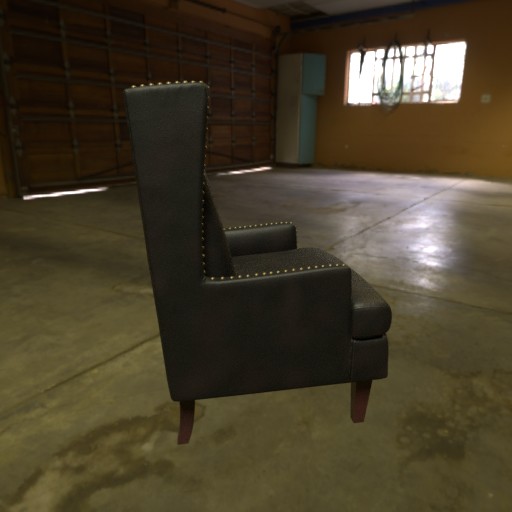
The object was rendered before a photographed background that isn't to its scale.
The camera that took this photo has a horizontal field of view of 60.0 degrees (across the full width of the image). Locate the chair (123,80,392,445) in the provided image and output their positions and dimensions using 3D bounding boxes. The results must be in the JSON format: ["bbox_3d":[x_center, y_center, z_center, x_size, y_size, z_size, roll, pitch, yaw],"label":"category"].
[{"bbox_3d":[0.000,0.000,1.634,0.799,1.142,0.703,-3,16,-10],"label":"chair"}]
